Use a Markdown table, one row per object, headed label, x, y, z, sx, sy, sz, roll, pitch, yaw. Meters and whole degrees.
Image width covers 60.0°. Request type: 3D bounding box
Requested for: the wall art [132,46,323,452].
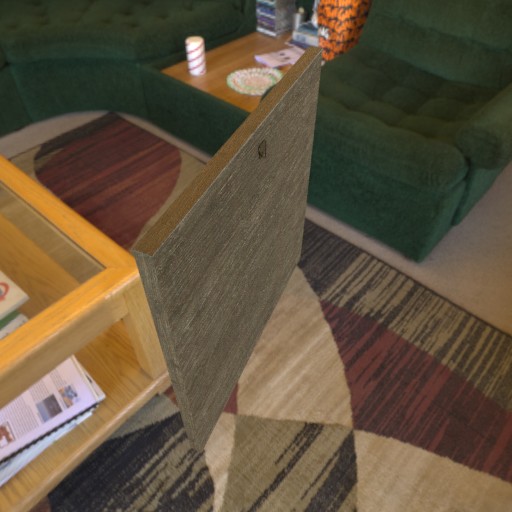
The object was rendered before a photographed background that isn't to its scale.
| label | x | y | z | sx | sy | sz | roll | pitch | yaw |
| --- | --- | --- | --- | --- | --- | --- | --- | --- | --- |
| wall art | 0.000 | 0.000 | 0.684 | 0.027 | 0.459 | 0.462 | 18 | 50 | 16 |
